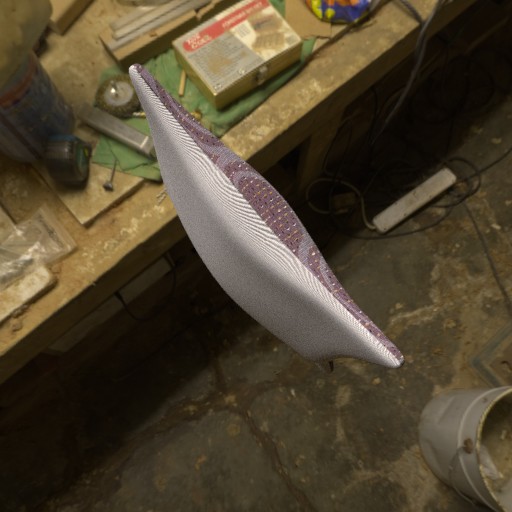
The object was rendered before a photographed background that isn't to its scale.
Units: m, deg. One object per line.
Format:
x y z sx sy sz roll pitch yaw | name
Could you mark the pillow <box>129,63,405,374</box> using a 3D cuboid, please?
0.000 0.000 0.788 0.163 0.513 0.514 -39 78 -10 | pillow
